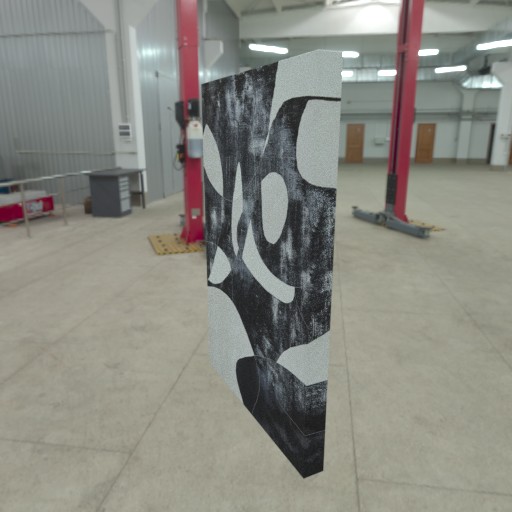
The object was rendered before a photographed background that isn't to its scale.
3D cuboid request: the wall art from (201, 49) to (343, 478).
[{"bbox_3d":[0.000,0.000,0.788,0.039,0.610,0.407,-7,17,-26],"label":"wall art"}]
